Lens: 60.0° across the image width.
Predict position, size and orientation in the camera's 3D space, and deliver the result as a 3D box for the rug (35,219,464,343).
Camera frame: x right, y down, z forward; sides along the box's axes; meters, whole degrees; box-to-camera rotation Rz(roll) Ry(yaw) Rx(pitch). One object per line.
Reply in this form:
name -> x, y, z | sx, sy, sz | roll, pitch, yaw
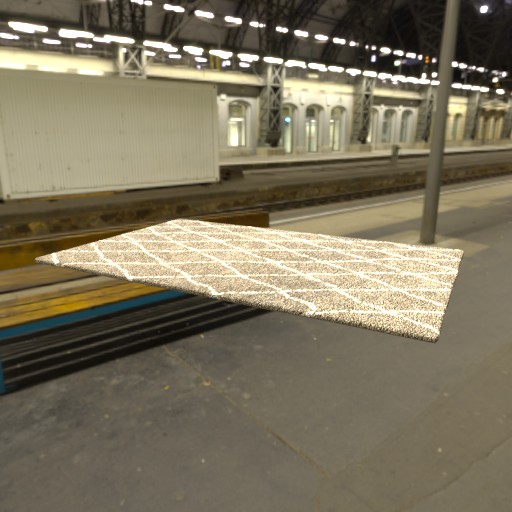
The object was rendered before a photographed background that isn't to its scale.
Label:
rug -> 0.000, 0.000, 2.951 | 2.438, 0.030, 1.524 | 8, 18, 27
